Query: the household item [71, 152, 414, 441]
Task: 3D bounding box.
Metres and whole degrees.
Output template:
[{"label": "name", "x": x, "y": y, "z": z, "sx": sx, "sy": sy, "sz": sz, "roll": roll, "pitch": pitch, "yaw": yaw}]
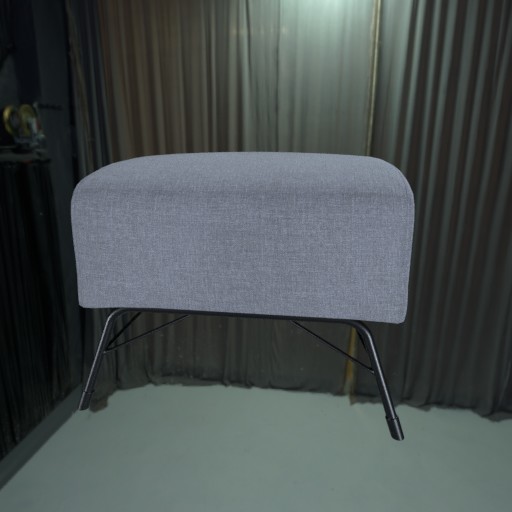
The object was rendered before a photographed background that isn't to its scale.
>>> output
[{"label": "household item", "x": 0.000, "y": 0.000, "z": 0.899, "sx": 0.530, "sy": 0.410, "sz": 0.530, "roll": 2, "pitch": 15, "yaw": 8}]
